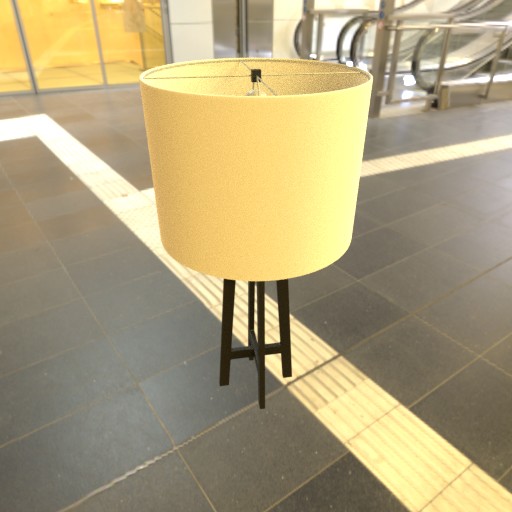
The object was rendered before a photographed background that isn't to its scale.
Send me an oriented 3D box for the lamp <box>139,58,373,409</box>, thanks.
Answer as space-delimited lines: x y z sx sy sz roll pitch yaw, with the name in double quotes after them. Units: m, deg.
0.000 0.000 0.624 0.257 0.489 0.257 20 36 30 "lamp"
